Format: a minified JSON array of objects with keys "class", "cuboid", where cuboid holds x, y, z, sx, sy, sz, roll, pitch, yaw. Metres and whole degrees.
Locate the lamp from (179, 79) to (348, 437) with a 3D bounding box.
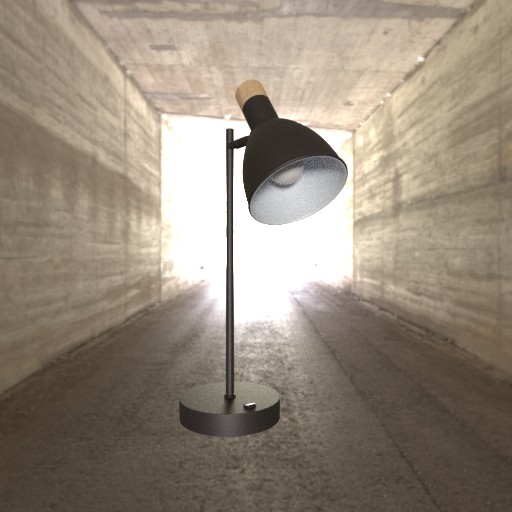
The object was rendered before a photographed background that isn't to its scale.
[{"class":"lamp","cuboid":[0.000,0.000,0.611,0.152,0.483,0.287,0,1,-35]}]
